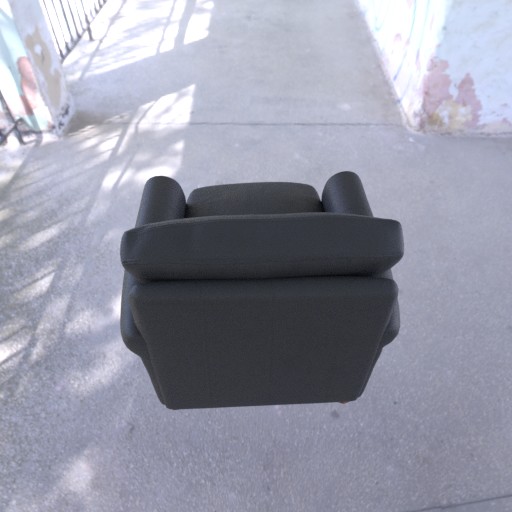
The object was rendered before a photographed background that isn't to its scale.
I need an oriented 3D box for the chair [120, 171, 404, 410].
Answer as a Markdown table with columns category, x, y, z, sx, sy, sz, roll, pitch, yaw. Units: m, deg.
| category | x | y | z | sx | sy | sz | roll | pitch | yaw |
| --- | --- | --- | --- | --- | --- | --- | --- | --- | --- |
| chair | 0.000 | 0.000 | 1.818 | 1.015 | 0.960 | 1.027 | 2 | 48 | 2 |
